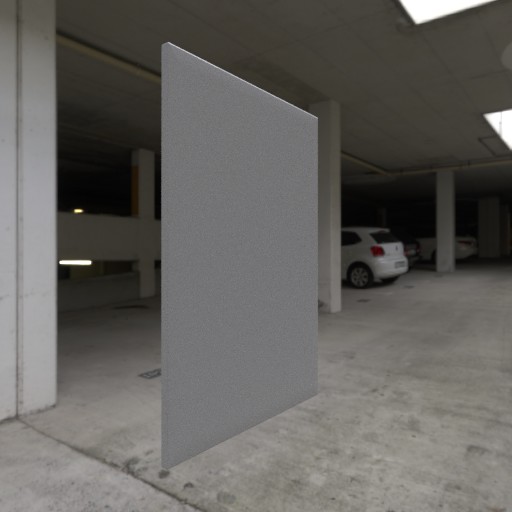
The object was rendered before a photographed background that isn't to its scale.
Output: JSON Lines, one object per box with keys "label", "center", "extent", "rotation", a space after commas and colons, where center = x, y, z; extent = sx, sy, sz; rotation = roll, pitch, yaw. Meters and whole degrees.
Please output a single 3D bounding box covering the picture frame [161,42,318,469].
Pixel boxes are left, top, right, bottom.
{"label": "picture frame", "center": [0.000, 0.000, 0.707], "extent": [0.012, 0.534, 0.381], "rotation": [0, 0, 37]}
